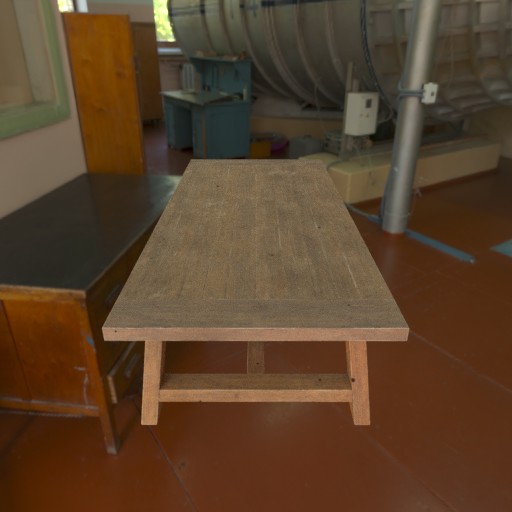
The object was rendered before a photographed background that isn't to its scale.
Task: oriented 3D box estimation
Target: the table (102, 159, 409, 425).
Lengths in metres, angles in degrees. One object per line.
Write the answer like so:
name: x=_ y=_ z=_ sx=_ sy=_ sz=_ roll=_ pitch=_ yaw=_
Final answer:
table: x=0.000 y=0.000 z=2.091 sx=0.820 sy=0.465 sz=1.800 roll=0 pitch=26 yaw=0
